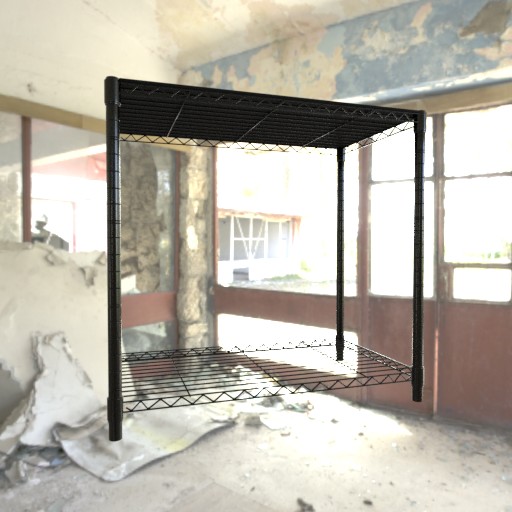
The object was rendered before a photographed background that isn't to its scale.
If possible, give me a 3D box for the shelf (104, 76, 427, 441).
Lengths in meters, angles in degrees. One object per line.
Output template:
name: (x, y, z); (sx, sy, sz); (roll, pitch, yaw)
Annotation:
shelf: (0.000, 0.000, 0.926); (0.589, 0.564, 0.338); (-1, 2, -18)
